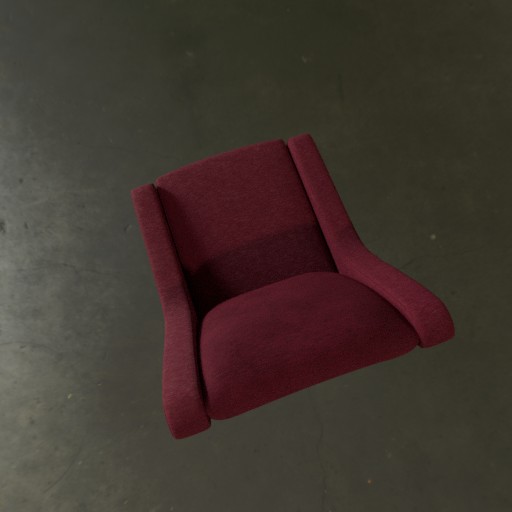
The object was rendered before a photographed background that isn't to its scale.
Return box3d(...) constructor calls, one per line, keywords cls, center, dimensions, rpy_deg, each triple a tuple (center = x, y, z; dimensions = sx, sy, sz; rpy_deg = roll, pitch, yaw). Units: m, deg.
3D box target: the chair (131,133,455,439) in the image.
box3d(cls="chair", center=(0.000, 0.000, 1.706), dimensions=(0.793, 1.017, 0.985), rpy_deg=(-19, 77, -5))
